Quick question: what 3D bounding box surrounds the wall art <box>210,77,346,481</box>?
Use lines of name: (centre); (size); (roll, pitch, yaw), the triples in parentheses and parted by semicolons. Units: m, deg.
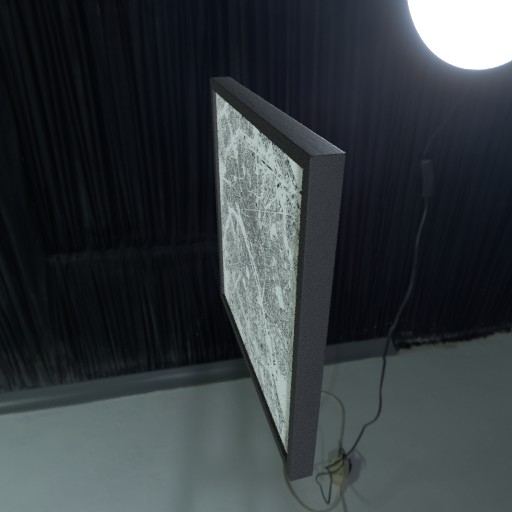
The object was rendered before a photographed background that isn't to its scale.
wall art: (0.000, 0.000, 0.764); (0.037, 0.508, 0.508); (-8, 31, -14)
